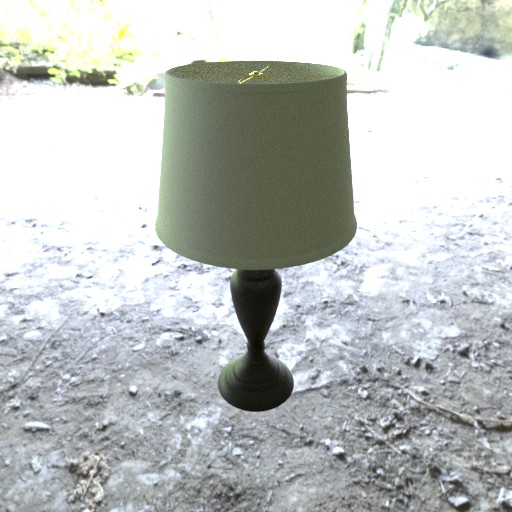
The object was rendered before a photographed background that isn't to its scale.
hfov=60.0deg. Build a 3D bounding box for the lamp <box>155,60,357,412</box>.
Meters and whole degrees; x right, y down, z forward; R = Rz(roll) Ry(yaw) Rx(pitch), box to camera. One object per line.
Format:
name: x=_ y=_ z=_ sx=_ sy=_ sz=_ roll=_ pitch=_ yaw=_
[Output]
lamp: x=0.000 y=0.000 z=0.784 sx=0.335 sy=0.611 sz=0.335 roll=0 pitch=30 yaw=0
